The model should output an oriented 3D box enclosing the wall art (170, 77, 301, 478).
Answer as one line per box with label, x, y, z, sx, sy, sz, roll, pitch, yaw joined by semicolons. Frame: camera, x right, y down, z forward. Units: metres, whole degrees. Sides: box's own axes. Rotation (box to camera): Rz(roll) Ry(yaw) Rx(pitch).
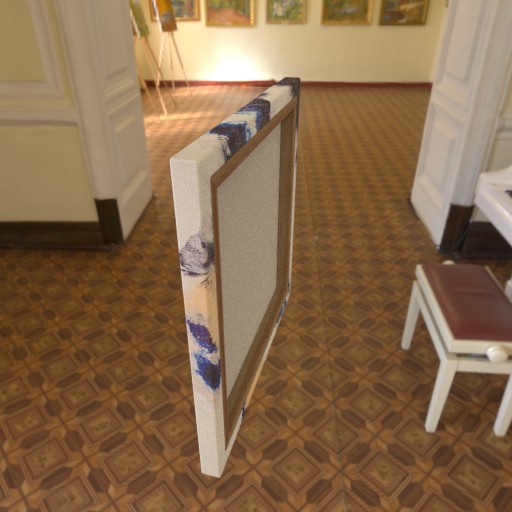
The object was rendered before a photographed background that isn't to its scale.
wall art;0.000;0.000;0.923;0.039;0.609;0.609;8;32;14
